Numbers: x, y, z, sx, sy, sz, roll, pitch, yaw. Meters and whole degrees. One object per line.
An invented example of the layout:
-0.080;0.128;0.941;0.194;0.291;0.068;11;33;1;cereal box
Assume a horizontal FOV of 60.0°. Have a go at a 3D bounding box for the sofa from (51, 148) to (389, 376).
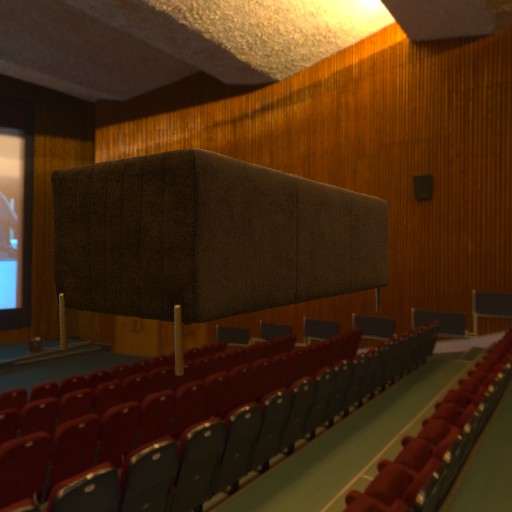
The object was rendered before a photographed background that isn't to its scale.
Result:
0.000;0.000;2.476;0.876;0.780;1.980;0;1;35;sofa
